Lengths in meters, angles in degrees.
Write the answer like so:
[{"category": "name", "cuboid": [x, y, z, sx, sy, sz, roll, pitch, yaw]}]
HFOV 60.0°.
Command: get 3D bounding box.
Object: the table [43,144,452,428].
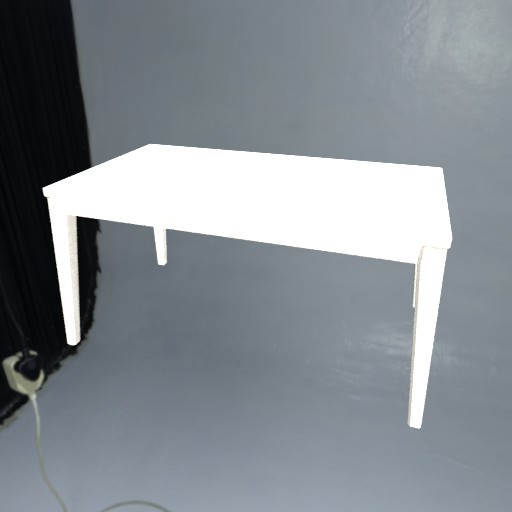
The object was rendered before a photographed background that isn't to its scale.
[{"category": "table", "cuboid": [0.000, 0.000, 2.090, 1.600, 0.760, 0.900, 9, 28, 17]}]
